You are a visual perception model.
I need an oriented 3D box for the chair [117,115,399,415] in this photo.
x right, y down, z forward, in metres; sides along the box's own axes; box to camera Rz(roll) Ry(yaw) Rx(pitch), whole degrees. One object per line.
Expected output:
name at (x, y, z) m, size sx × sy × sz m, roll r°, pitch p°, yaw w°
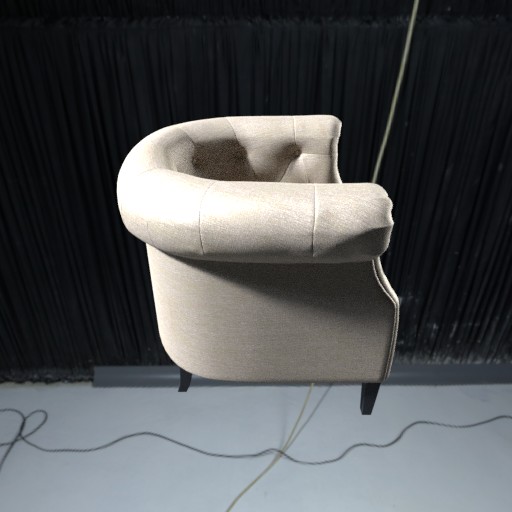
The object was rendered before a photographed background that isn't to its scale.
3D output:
chair at (0.000, 0.000, 1.595) m, size 0.852 × 0.827 × 0.905 m, roll 0°, pitch 31°, yaw 0°
